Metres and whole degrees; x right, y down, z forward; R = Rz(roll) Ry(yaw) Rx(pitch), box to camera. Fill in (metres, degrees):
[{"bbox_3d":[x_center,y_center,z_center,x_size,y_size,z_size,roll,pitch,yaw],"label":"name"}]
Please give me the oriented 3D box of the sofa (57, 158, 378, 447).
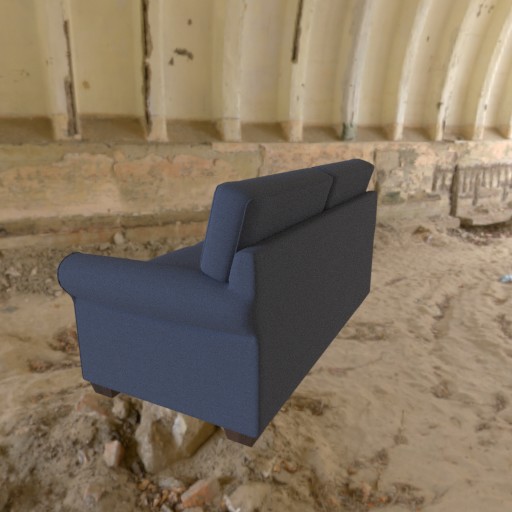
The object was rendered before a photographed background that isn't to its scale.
[{"bbox_3d":[0.000,0.000,2.516,0.940,1.020,1.930,8,17,26],"label":"sofa"}]
